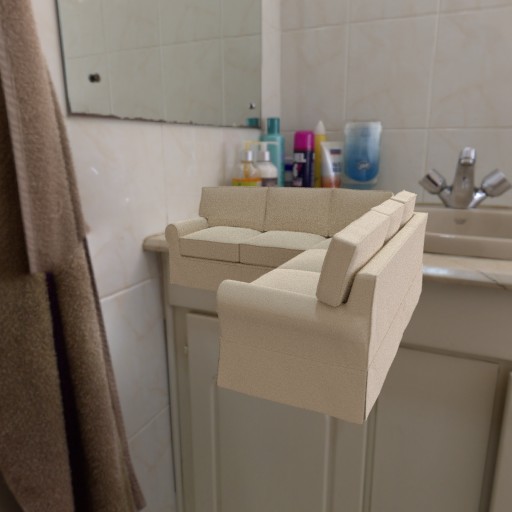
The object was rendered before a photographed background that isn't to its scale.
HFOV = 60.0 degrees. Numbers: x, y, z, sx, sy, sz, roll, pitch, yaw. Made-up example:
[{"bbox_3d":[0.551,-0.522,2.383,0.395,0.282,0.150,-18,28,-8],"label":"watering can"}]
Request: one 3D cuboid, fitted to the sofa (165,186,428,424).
[{"bbox_3d":[0.000,0.000,3.933,2.591,1.070,2.597,7,15,26],"label":"sofa"}]
